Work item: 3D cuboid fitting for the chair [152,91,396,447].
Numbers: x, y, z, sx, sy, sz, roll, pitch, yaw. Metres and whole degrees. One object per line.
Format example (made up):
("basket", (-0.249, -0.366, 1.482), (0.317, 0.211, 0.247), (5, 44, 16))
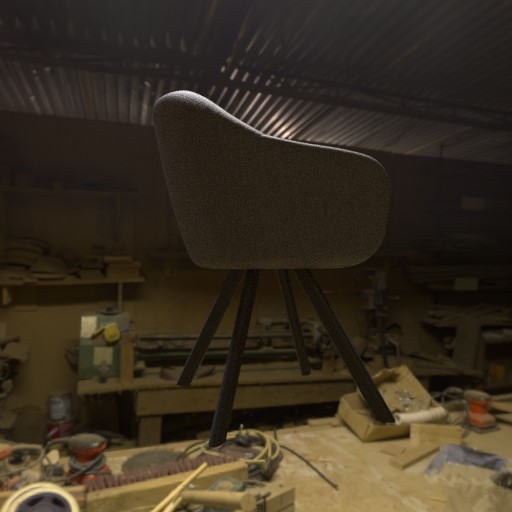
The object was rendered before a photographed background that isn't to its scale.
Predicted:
("chair", (0.000, 0.000, 1.206), (0.550, 0.795, 0.590), (0, 0, -18))
